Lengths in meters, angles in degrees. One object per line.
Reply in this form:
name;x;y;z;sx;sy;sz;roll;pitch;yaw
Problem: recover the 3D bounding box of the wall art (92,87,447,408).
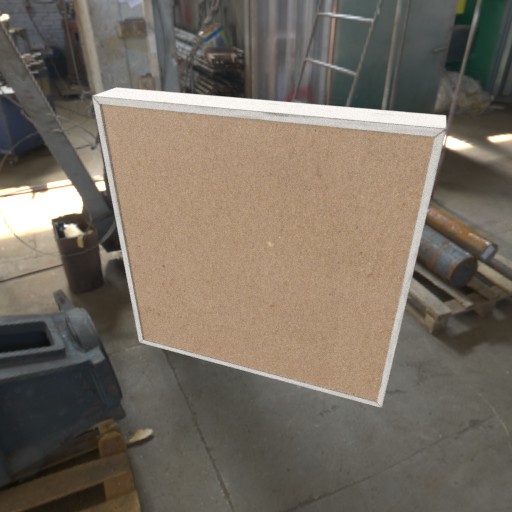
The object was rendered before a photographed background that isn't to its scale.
wall art;0.000;0.000;0.459;0.305;0.305;0.038;11;34;16
